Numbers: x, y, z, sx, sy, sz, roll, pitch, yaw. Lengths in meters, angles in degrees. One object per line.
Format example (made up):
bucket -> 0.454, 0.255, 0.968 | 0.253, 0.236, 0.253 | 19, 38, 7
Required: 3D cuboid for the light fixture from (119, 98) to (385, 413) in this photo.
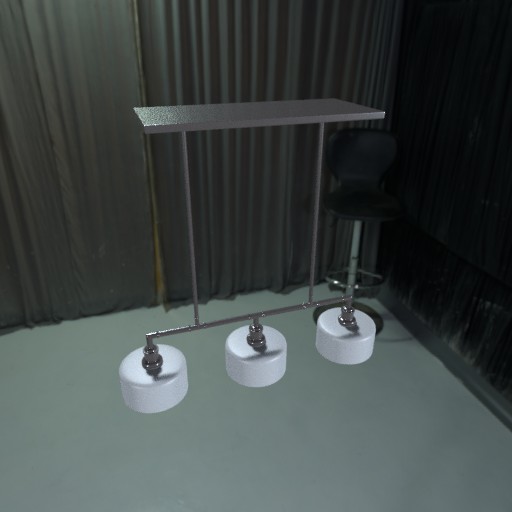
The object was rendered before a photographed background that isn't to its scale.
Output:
light fixture -> 0.000, 0.000, 0.878 | 0.582, 0.557, 0.177 | -9, 28, -17
